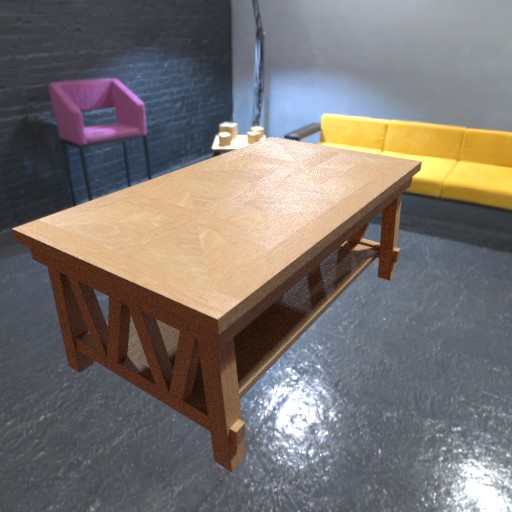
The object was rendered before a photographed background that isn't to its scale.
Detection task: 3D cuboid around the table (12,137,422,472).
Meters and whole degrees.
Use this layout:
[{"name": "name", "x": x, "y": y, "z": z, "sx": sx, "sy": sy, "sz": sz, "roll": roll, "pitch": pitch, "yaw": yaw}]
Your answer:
[{"name": "table", "x": 0.000, "y": 0.000, "z": 1.589, "sx": 0.711, "sy": 0.507, "sz": 1.270, "roll": 18, "pitch": 33, "yaw": 30}]
